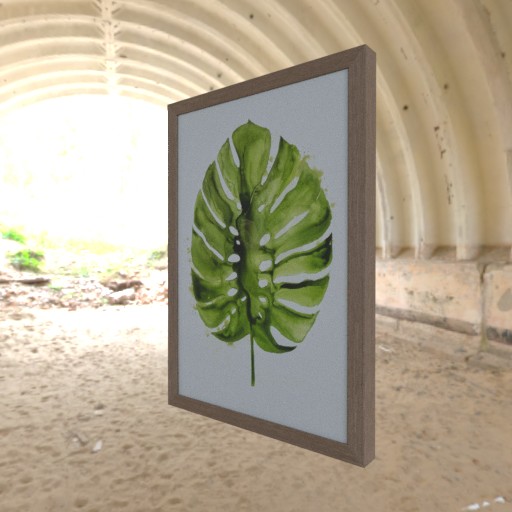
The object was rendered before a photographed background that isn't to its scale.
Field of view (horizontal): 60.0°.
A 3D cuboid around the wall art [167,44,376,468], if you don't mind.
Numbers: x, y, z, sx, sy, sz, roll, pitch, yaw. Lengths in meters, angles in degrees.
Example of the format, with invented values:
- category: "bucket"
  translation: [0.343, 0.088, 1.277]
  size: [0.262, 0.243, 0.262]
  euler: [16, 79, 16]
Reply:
- category: "wall art"
  translation: [0.000, 0.000, 0.655]
  size: [0.358, 0.510, 0.032]
  euler: [1, 1, 38]
